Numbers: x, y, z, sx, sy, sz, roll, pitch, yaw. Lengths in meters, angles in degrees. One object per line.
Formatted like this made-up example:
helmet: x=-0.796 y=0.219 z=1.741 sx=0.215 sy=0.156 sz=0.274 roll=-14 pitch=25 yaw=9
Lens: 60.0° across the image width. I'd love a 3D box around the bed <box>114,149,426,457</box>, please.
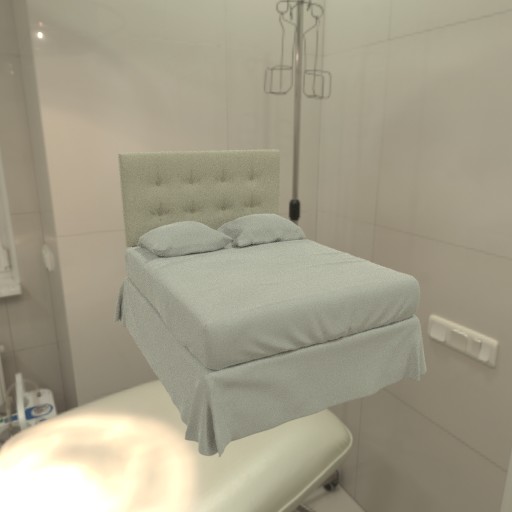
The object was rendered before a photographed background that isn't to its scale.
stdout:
bed: x=0.000 y=0.000 z=3.570 sx=1.936 sy=1.577 sz=2.222 roll=-8 pitch=18 yaw=-28
